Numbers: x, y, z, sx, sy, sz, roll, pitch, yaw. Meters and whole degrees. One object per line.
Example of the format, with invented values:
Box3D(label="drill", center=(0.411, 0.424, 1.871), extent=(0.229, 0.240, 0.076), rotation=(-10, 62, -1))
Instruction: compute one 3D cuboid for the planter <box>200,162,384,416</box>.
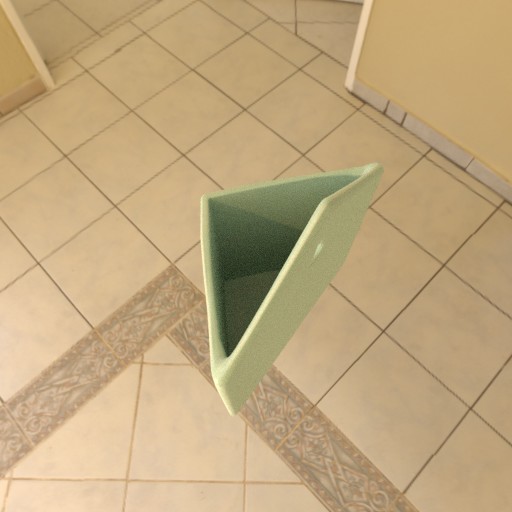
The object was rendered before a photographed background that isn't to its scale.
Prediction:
Box3D(label="planter", center=(0.000, 0.000, 0.285), extent=(0.079, 0.197, 0.164), rotation=(33, 69, 15))
